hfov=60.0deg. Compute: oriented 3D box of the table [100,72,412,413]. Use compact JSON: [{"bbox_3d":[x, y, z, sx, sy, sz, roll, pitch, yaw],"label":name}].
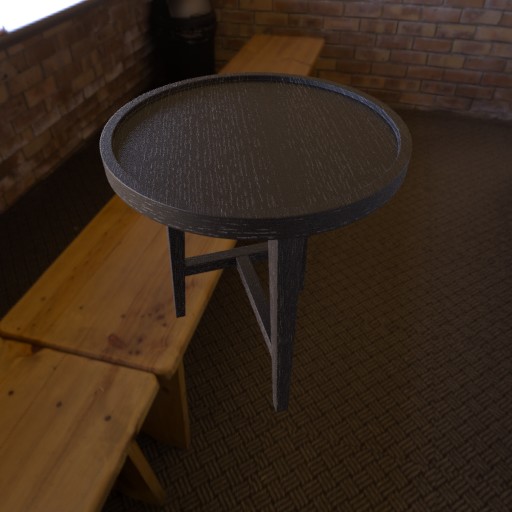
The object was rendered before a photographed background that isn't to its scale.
[{"bbox_3d":[0.000,0.000,0.738,0.399,0.460,0.399,0,42,0],"label":"table"}]
